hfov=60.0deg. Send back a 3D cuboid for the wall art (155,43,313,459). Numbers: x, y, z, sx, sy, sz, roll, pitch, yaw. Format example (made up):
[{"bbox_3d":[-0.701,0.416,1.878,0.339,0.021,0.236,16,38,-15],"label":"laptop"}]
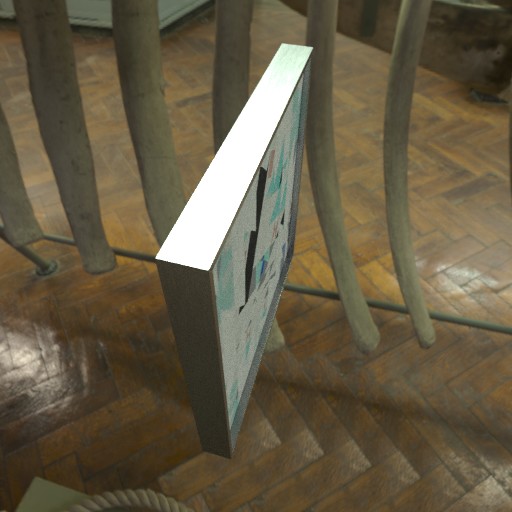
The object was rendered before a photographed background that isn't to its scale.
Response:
[{"bbox_3d":[0.000,0.000,0.524,0.038,0.350,0.350,12,48,11],"label":"wall art"}]
